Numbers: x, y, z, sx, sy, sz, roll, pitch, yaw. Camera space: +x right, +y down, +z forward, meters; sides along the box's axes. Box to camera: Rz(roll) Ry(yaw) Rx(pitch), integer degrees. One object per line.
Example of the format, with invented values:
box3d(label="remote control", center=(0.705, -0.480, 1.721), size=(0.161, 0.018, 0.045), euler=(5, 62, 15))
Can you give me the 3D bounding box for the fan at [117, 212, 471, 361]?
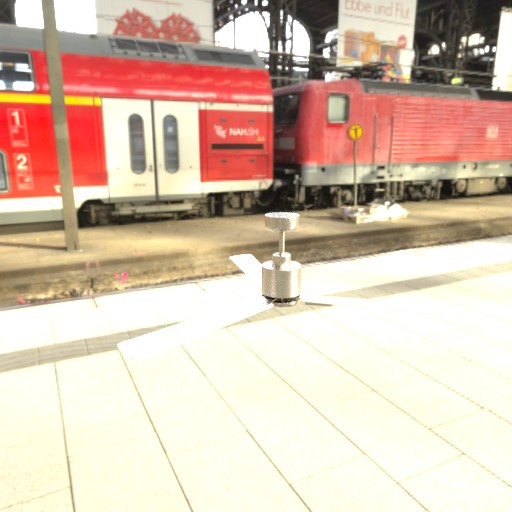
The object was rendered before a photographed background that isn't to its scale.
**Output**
box3d(label="fan", center=(0.000, 0.000, 2.289), size=(1.561, 0.446, 1.531), euler=(-8, 16, -28))
